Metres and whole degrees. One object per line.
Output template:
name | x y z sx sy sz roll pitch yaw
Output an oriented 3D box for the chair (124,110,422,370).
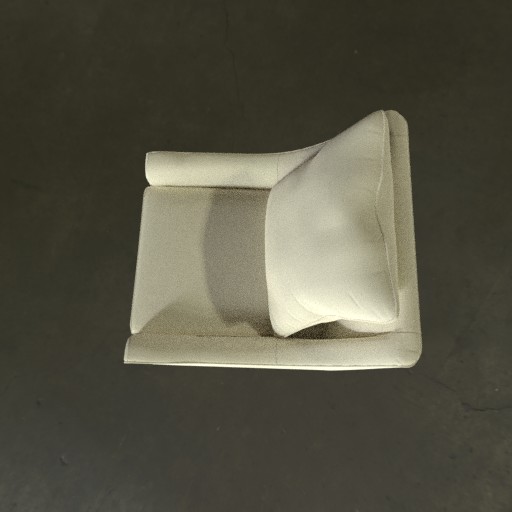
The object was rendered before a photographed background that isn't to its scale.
chair | 0.000 0.000 1.552 0.876 0.965 0.756 2 75 0
